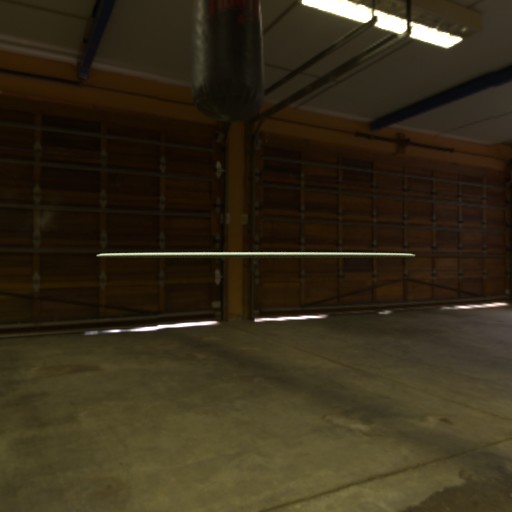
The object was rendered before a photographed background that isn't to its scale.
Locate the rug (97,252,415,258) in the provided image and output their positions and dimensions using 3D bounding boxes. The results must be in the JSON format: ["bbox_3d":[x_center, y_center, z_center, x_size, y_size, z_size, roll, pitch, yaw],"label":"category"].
[{"bbox_3d":[0.000,0.000,2.354,1.593,0.012,1.593,0,0,0],"label":"rug"}]
